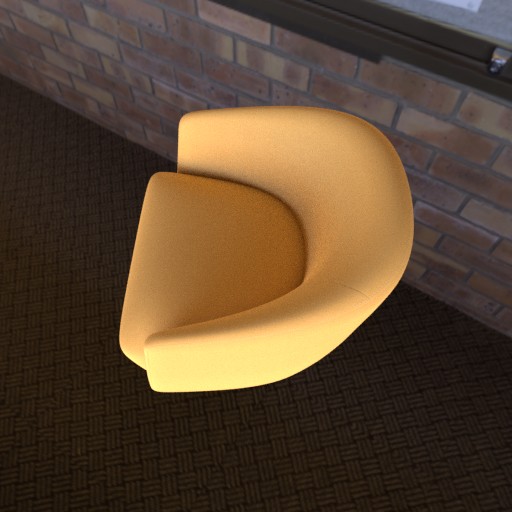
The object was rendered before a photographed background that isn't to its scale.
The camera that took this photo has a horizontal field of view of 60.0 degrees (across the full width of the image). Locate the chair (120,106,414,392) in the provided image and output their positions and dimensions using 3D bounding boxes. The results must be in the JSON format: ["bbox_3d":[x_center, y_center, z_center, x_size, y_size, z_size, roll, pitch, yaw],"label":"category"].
[{"bbox_3d":[0.000,0.000,1.374,0.767,0.698,0.773,1,58,1],"label":"chair"}]
